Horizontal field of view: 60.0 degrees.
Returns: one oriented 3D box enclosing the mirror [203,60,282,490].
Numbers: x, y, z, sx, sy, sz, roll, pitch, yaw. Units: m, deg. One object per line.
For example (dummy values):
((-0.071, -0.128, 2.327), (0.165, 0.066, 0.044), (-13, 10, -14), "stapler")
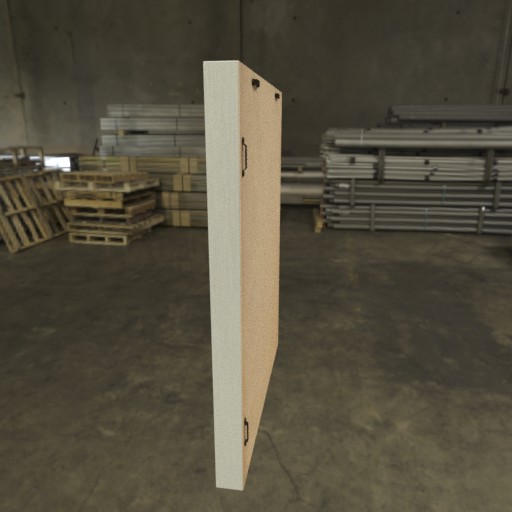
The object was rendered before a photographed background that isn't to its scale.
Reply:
((0.000, 0.000, 0.690), (0.041, 0.508, 0.405), (3, 16, 9), "mirror")
